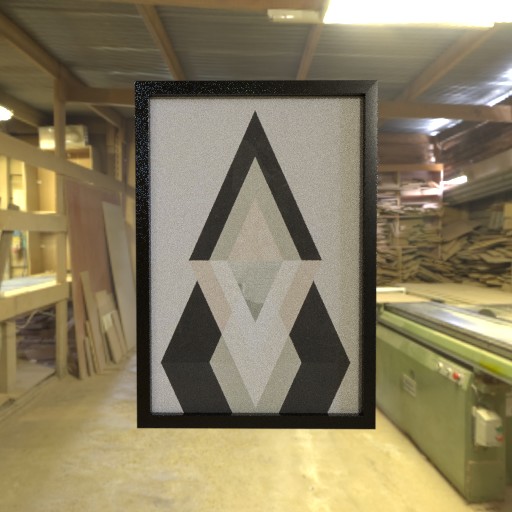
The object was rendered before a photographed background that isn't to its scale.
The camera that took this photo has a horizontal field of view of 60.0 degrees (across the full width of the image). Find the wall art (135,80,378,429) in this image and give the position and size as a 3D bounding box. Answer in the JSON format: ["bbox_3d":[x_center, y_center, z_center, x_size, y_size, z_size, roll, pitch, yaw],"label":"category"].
[{"bbox_3d":[0.000,0.000,0.587,0.314,0.455,0.019,0,1,1],"label":"wall art"}]
